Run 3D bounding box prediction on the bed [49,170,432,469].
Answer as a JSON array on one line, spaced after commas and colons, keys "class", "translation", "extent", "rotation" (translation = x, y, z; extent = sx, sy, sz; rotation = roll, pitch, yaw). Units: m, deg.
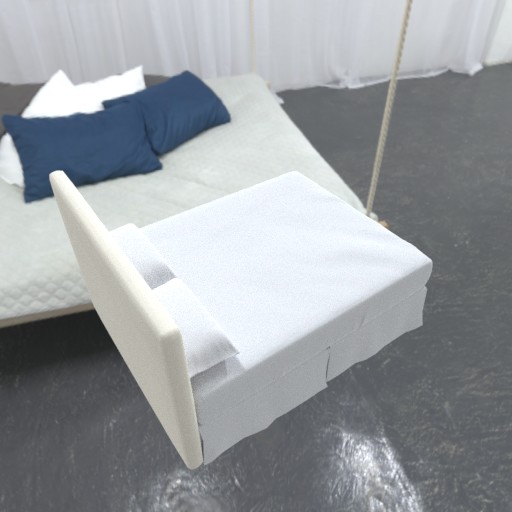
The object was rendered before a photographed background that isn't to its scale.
[{"class": "bed", "translation": [0.000, 0.000, 3.206], "extent": [2.142, 1.330, 1.713], "rotation": [-25, 47, -26]}]
